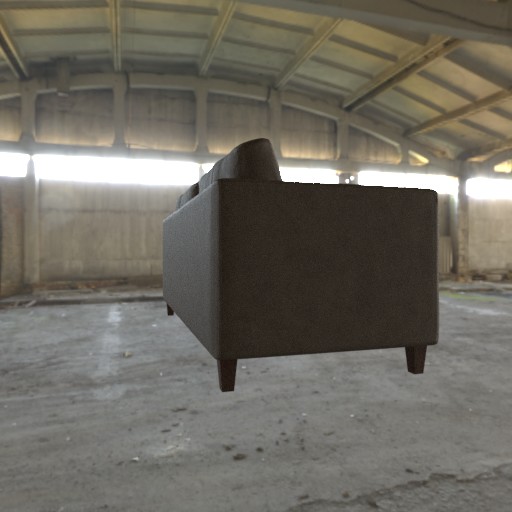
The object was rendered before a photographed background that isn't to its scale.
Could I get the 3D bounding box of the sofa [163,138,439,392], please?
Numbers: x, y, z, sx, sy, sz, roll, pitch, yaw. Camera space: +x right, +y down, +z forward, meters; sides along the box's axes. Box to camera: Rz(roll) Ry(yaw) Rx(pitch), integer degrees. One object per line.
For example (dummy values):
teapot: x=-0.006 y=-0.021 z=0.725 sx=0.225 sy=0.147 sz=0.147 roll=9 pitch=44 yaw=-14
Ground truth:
sofa: x=0.000 y=0.000 z=2.695 sx=0.951 sy=0.965 sz=2.208 roll=0 pitch=1 yaw=-17
